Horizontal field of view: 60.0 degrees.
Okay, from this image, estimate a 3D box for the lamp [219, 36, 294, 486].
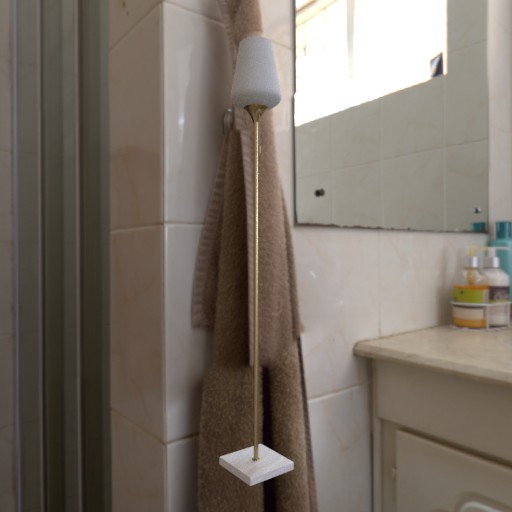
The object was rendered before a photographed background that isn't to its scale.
[{"bbox_3d":[0.000,0.000,1.903,0.229,1.813,0.232,0,0,-37],"label":"lamp"}]
